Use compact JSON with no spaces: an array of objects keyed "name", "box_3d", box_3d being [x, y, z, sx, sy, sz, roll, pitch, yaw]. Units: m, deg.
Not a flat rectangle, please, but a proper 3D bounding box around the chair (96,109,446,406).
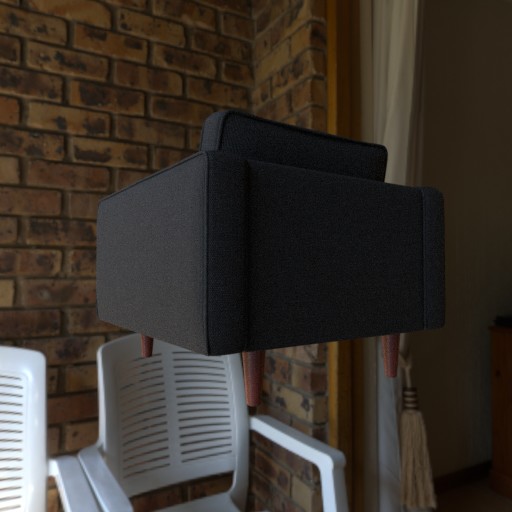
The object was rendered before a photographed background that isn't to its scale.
[{"name":"chair","box_3d":[0.000,0.000,1.568,0.899,0.770,0.919,1,-2,-34]}]
